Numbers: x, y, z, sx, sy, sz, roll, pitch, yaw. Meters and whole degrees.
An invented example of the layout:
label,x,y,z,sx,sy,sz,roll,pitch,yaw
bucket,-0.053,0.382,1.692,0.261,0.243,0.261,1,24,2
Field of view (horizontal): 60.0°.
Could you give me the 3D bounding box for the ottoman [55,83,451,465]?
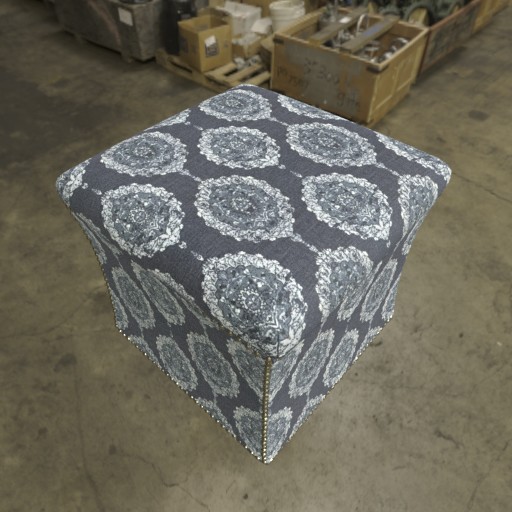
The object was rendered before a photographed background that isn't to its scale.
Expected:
label,x,y,z,sx,sy,sz,roll,pitch,yaw
ottoman,0.000,0.000,0.890,0.507,0.475,0.497,33,54,28
